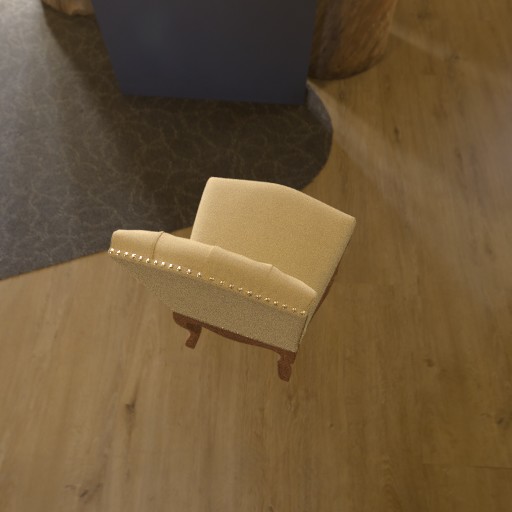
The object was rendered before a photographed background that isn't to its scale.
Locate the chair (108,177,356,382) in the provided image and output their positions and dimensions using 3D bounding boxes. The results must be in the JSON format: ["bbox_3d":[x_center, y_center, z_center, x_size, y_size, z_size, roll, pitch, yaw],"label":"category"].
[{"bbox_3d":[0.000,0.000,1.559,0.623,1.165,0.715,17,65,8],"label":"chair"}]
